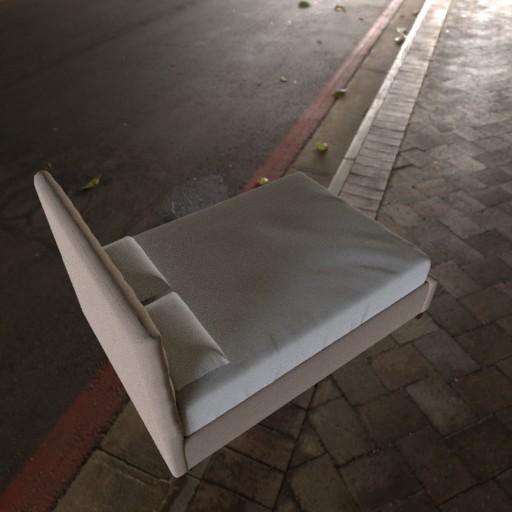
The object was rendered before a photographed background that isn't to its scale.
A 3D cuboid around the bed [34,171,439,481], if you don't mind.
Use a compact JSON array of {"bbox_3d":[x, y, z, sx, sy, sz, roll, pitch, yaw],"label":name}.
[{"bbox_3d":[0.000,0.000,3.321,2.387,1.427,1.698,-25,47,-26],"label":"bed"}]
